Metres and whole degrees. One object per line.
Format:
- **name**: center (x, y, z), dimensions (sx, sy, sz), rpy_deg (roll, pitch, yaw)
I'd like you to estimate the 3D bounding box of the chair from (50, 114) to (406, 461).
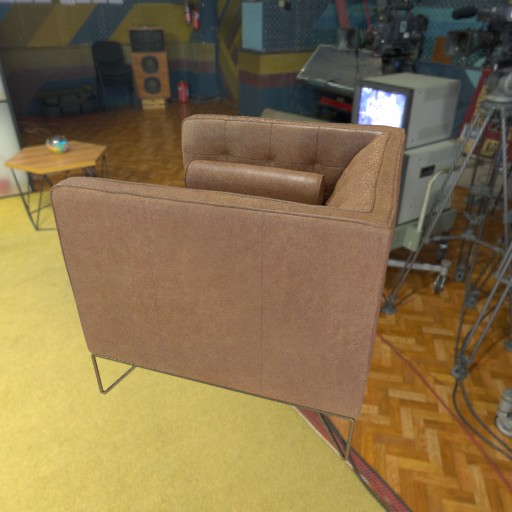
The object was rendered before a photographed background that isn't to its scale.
- **chair**: center (0.000, 0.000, 1.617), dimensions (0.912, 0.797, 0.920), rpy_deg (9, 31, 15)
